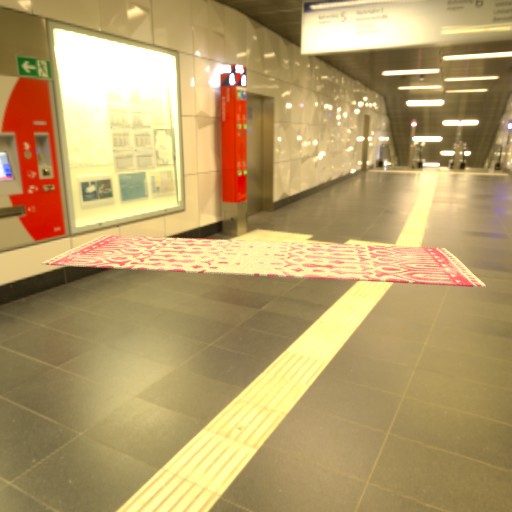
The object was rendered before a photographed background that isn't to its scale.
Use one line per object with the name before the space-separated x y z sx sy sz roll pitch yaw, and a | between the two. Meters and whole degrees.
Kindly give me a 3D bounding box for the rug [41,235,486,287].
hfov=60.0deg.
rug | 0.000 0.000 2.772 2.458 0.011 0.787 3 15 9
